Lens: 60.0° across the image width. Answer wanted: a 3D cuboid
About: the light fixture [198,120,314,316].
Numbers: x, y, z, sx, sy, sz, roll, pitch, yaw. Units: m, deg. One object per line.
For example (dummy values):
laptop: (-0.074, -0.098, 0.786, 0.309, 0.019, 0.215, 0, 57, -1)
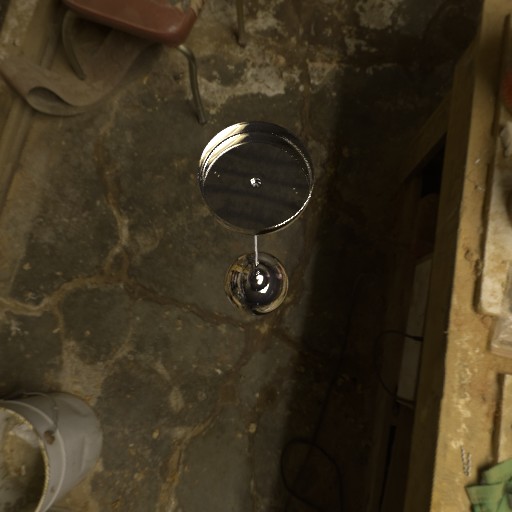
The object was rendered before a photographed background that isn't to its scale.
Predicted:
light fixture: (0.000, 0.000, 1.688, 0.336, 1.538, 0.336, 12, 77, 3)
